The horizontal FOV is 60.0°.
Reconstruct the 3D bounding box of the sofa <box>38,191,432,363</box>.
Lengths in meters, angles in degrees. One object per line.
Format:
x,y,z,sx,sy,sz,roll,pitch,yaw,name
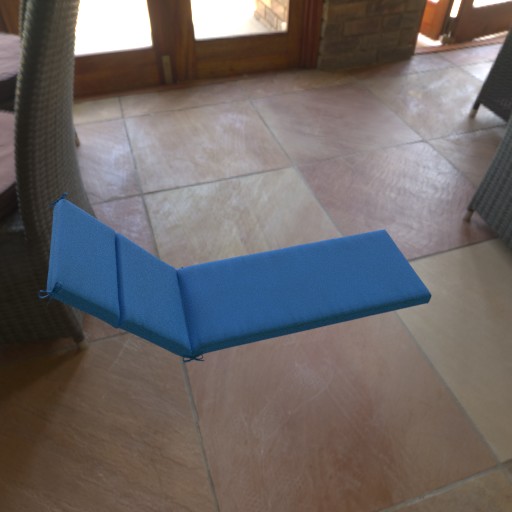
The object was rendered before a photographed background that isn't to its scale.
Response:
0.000,0.000,2.020,1.663,0.622,0.582,-11,46,-11,sofa
